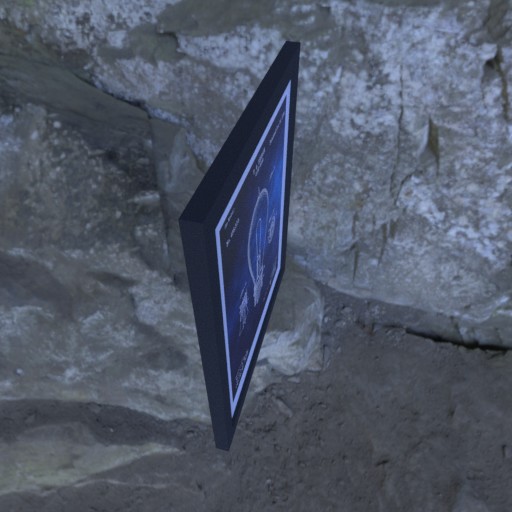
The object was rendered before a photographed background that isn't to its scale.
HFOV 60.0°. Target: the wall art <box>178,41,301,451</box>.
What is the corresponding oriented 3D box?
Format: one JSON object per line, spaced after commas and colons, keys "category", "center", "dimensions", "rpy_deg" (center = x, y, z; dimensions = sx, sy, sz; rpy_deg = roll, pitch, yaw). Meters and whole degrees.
{"category": "wall art", "center": [0.000, 0.000, 0.705], "dimensions": [0.023, 0.505, 0.428], "rpy_deg": [11, 47, 11]}
